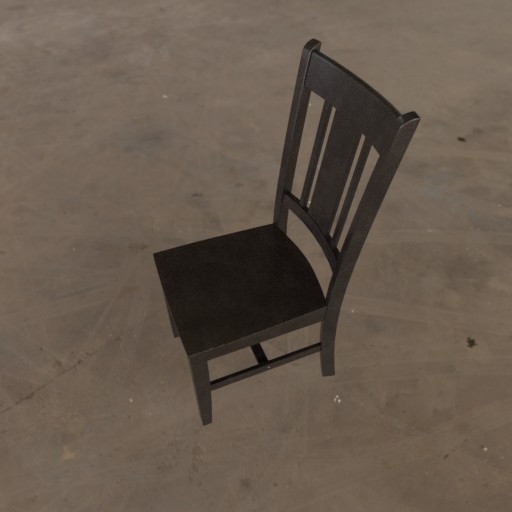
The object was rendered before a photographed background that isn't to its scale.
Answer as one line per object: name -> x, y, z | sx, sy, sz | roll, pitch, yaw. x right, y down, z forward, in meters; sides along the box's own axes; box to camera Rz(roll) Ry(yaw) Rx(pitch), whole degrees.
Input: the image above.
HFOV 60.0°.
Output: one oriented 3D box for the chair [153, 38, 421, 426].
chair -> 0.000, 0.000, 1.294 | 0.555, 0.998, 0.450 | -16, 48, -15
